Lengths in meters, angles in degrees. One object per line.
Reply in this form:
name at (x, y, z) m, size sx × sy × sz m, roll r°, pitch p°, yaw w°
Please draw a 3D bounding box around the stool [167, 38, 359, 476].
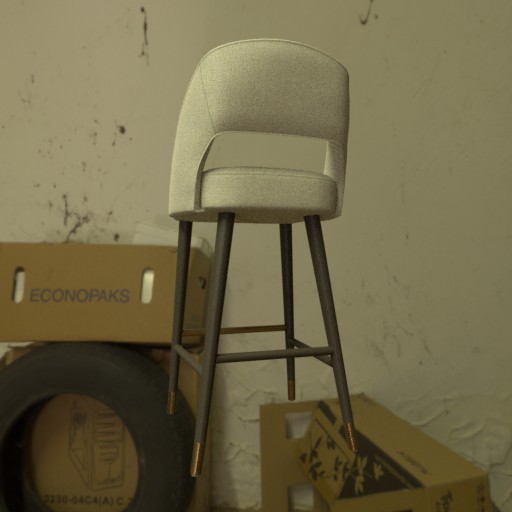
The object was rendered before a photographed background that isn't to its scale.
stool at (0.000, 0.000, 1.298) m, size 0.494 × 1.037 × 0.509 m, roll 0°, pitch 0°, yaw -18°
